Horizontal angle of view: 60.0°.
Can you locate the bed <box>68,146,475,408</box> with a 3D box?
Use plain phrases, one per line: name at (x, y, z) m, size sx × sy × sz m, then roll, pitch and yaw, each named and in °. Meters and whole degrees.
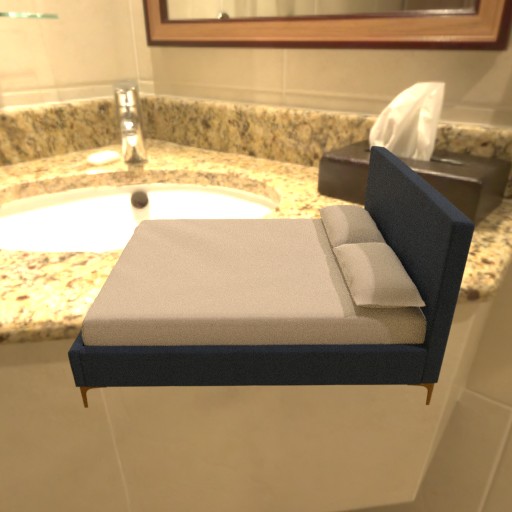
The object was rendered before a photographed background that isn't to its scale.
bed at (0.000, 0.000, 3.209) m, size 2.172 × 1.231 × 1.723 m, roll 0°, pitch 27°, yaw -1°
